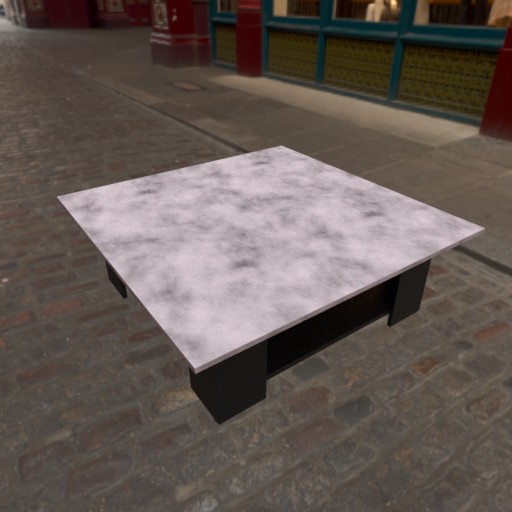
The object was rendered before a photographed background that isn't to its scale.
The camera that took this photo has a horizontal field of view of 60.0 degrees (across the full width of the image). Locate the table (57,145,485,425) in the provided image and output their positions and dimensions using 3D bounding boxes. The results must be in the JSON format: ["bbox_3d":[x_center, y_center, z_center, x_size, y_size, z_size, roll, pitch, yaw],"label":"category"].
[{"bbox_3d":[0.000,0.000,1.369,0.890,0.305,0.890,-20,37,-30],"label":"table"}]
